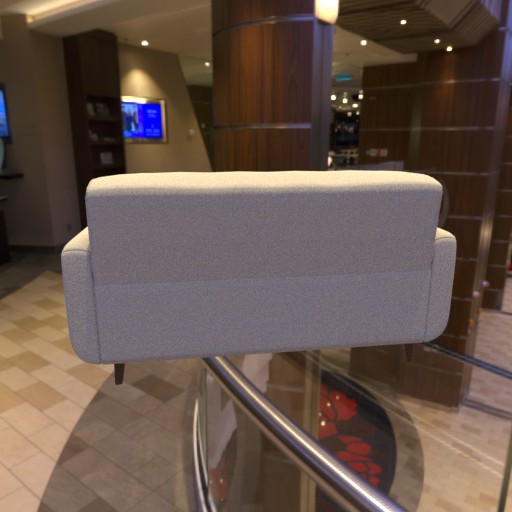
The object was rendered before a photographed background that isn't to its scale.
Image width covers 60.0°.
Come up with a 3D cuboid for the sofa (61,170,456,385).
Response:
[{"bbox_3d":[0.000,0.000,2.263,1.655,0.892,0.980,-2,15,-8],"label":"sofa"}]
